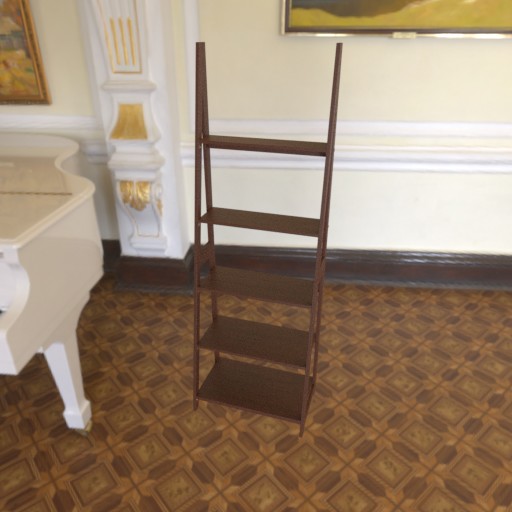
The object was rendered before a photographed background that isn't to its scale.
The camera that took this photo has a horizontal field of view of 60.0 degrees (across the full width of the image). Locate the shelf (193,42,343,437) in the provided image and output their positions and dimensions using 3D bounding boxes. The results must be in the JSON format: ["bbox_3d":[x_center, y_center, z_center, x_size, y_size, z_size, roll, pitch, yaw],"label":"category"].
[{"bbox_3d":[0.000,0.000,2.043,0.600,1.770,0.350,8,28,16],"label":"shelf"}]
